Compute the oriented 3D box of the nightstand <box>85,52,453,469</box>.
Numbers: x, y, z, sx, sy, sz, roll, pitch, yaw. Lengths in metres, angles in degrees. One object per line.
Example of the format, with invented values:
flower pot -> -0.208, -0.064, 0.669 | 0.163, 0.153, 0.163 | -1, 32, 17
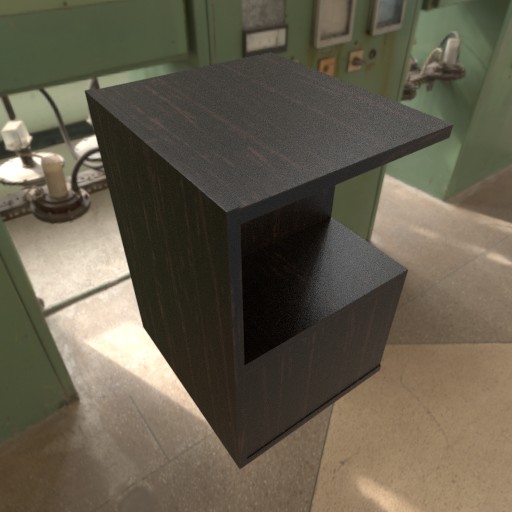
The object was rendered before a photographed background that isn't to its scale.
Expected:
nightstand -> 0.000, 0.000, 0.808 | 0.356, 0.559, 0.400 | -25, 46, -26
